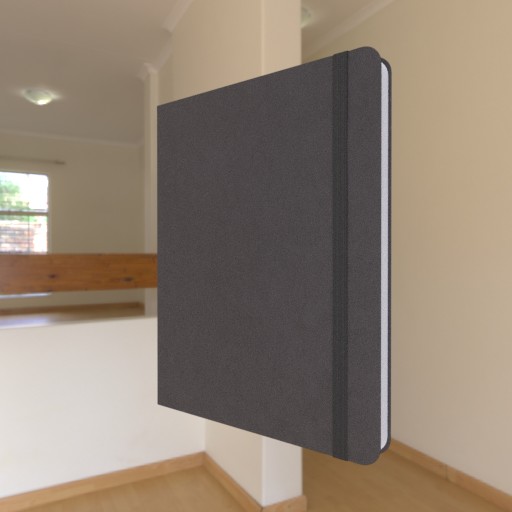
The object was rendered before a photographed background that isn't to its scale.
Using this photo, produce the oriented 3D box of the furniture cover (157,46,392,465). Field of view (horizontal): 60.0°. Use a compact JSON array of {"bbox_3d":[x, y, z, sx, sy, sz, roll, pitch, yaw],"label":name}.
[{"bbox_3d":[0.000,0.000,0.361,0.216,0.281,0.023,0,0,36],"label":"furniture cover"}]
